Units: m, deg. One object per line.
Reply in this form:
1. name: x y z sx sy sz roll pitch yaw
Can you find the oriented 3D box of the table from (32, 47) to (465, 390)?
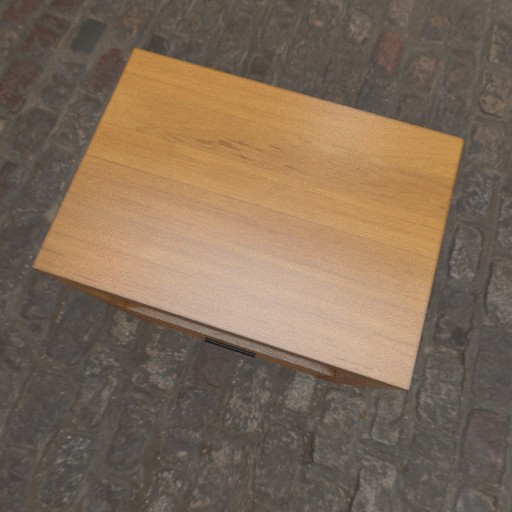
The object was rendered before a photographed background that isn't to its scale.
1. table: 0.000 0.000 0.949 0.550 0.605 0.400 17 76 5
